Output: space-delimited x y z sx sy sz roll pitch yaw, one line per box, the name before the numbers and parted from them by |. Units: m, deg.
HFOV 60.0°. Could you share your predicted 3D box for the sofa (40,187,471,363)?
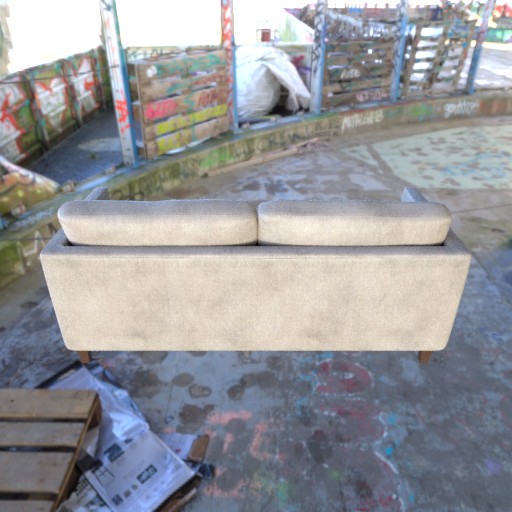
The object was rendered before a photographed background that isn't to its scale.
sofa | 0.000 0.000 2.755 2.208 0.965 0.951 0 30 0
